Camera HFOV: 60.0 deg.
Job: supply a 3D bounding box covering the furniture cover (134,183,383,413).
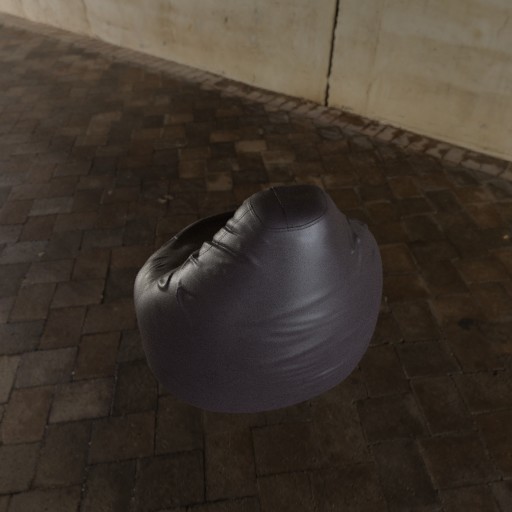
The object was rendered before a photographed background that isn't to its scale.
[{"bbox_3d":[0.000,0.000,1.889,1.070,0.990,1.070,-13,43,-15],"label":"furniture cover"}]
